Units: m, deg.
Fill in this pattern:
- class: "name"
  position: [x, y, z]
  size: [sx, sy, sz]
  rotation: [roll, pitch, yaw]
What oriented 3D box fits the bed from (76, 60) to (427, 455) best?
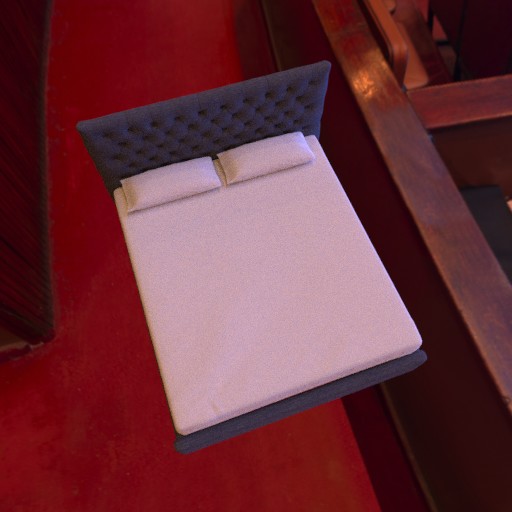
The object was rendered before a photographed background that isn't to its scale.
- class: "bed"
  position: [0.000, 0.000, 3.603]
  size: [2.078, 1.427, 2.387]
  rotation: [-17, 65, -8]
